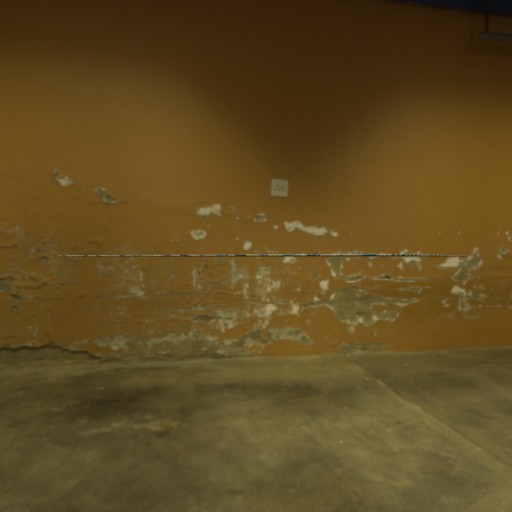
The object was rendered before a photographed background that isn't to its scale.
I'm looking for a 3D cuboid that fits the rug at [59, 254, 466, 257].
[{"bbox_3d":[0.000,0.000,3.122,2.439,0.008,1.531,0,0,36],"label":"rug"}]
